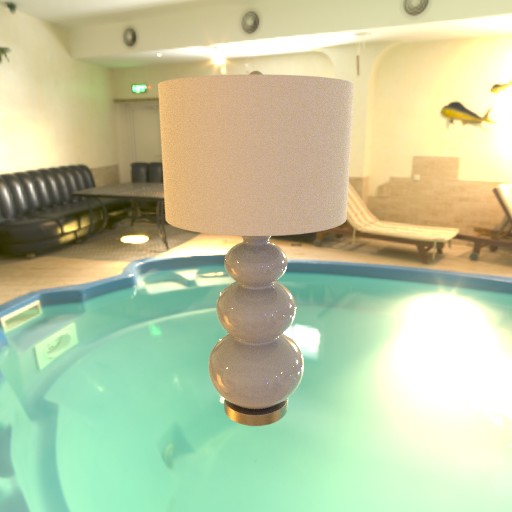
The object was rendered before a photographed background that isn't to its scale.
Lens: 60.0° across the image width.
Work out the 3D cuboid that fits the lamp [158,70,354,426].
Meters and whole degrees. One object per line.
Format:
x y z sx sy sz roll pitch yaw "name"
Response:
0.000 0.000 0.940 0.367 0.730 0.367 2 16 8 "lamp"
